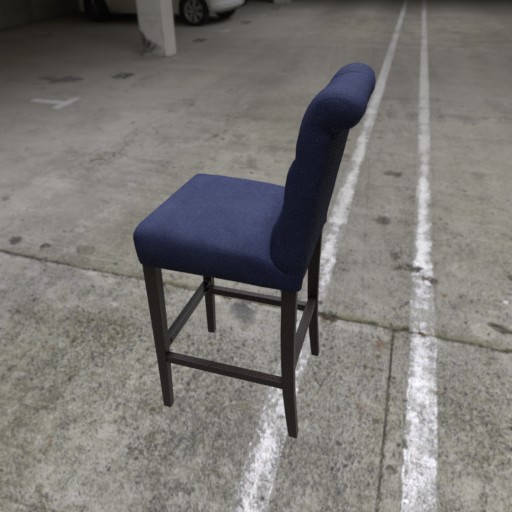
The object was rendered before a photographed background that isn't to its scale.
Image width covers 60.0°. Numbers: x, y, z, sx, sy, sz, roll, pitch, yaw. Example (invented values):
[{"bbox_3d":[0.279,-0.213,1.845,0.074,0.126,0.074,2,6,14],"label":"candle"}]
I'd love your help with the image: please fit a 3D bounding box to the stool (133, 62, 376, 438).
[{"bbox_3d":[0.000,0.000,1.454,0.601,1.140,0.493,9,33,14],"label":"stool"}]
